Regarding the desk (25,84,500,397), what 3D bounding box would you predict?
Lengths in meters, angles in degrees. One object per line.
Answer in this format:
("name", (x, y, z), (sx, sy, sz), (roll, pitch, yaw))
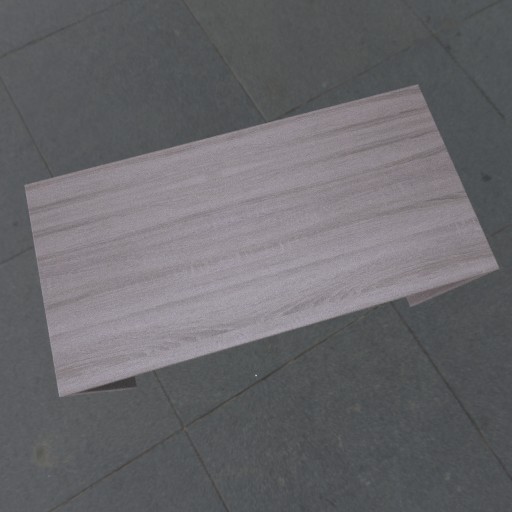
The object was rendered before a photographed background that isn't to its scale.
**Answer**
("desk", (0.000, 0.000, 1.774), (1.380, 0.745, 0.690), (-16, 75, -4))
